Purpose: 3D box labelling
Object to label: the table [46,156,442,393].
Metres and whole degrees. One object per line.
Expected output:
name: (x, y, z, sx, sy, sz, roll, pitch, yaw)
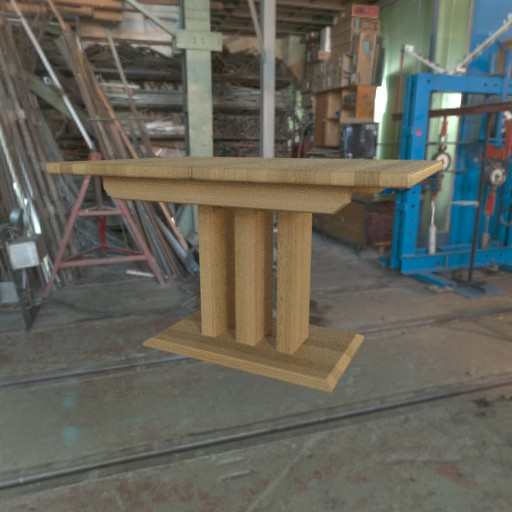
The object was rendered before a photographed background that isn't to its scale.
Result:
table: (0.000, 0.000, 1.845, 1.300, 0.770, 0.900, 7, 16, 26)
